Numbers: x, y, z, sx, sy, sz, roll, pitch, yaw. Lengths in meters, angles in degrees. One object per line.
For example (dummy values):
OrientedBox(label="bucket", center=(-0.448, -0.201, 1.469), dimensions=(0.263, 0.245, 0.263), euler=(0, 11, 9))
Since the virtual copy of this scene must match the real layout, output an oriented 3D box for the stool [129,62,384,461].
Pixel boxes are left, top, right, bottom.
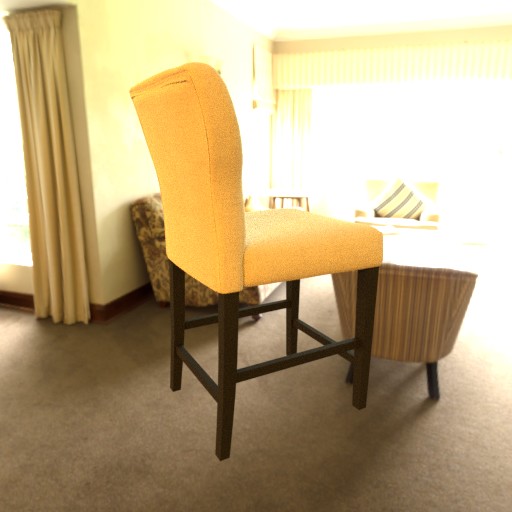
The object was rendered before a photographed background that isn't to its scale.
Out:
OrientedBox(label="stool", center=(0.000, 0.000, 1.320), dimensions=(0.603, 0.972, 0.514), euler=(-8, 17, -28))
